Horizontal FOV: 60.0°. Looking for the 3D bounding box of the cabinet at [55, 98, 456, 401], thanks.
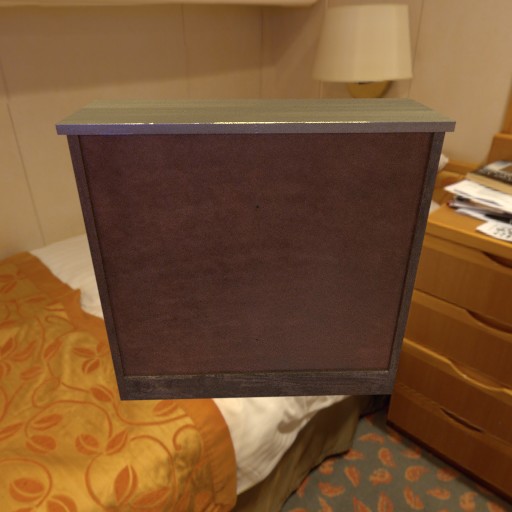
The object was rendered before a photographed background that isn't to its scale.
[{"bbox_3d":[0.000,0.000,1.437,0.968,0.919,0.338,-1,29,-2],"label":"cabinet"}]
